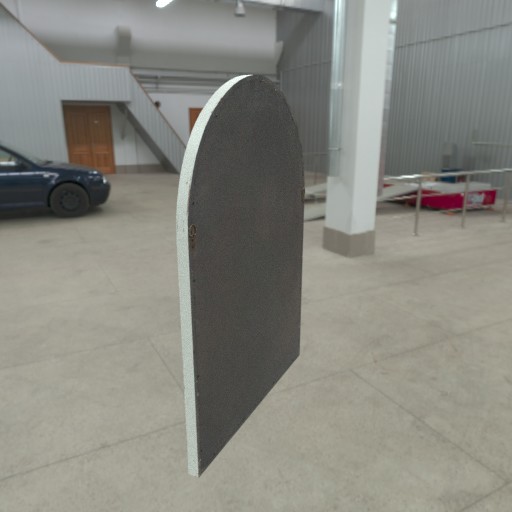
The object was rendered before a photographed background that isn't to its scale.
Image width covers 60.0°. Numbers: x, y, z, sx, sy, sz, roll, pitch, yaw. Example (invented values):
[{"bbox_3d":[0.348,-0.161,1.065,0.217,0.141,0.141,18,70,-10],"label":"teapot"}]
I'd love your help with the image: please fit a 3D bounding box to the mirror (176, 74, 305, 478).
[{"bbox_3d":[0.000,0.000,1.211,0.032,0.920,0.660,8,18,25],"label":"mirror"}]
